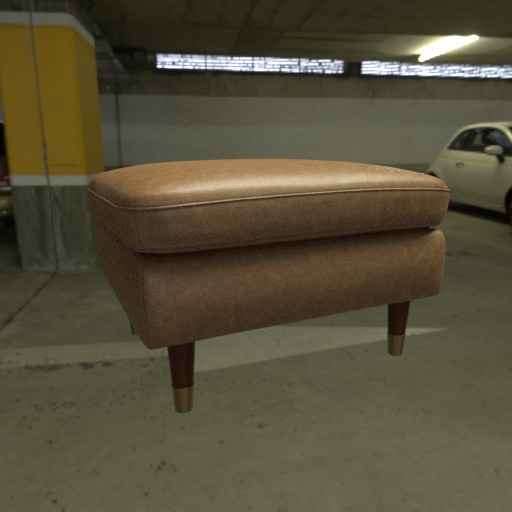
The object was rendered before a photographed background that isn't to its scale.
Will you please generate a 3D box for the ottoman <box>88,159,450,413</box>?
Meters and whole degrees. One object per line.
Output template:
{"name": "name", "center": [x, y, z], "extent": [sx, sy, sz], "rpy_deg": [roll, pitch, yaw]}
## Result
{"name": "ottoman", "center": [0.000, 0.000, 1.119], "extent": [0.747, 0.478, 0.593], "rpy_deg": [-7, 15, -26]}
